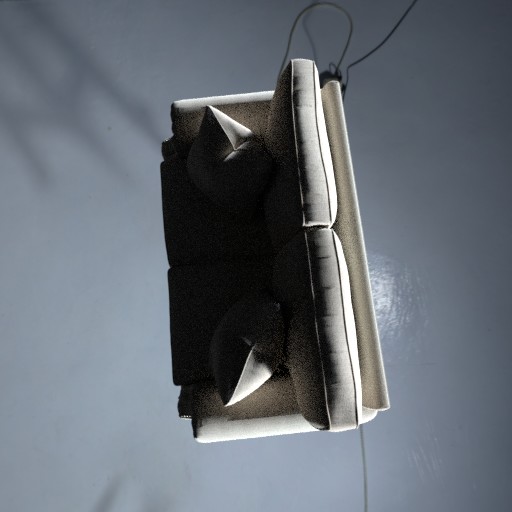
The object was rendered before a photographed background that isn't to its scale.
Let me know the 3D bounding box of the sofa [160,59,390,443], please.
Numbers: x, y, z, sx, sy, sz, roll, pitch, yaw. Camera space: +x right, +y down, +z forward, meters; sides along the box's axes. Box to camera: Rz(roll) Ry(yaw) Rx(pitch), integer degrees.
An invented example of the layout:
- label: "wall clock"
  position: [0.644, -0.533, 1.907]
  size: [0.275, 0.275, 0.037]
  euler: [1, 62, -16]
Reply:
- label: "sofa"
  position: [0.000, 0.000, 2.261]
  size: [0.966, 0.966, 1.701]
  euler: [-6, 78, -1]
